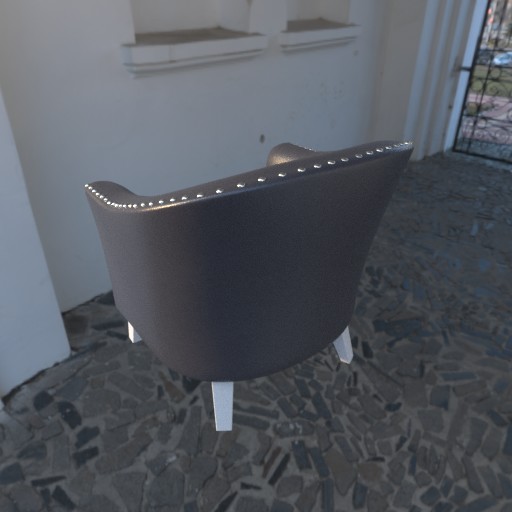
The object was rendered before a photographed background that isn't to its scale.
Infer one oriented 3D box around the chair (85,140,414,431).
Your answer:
[{"bbox_3d":[0.000,0.000,1.388,0.794,0.823,0.748,-19,35,-30],"label":"chair"}]
